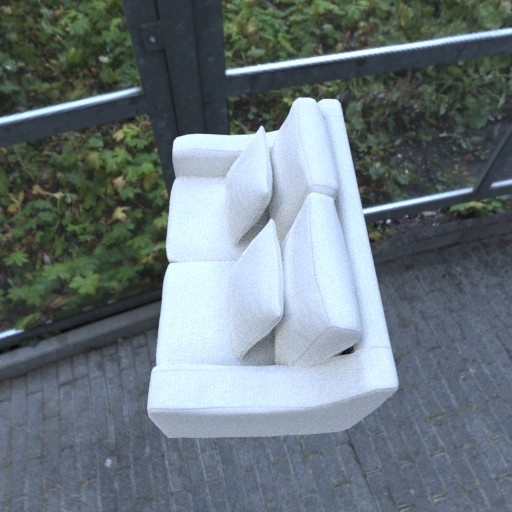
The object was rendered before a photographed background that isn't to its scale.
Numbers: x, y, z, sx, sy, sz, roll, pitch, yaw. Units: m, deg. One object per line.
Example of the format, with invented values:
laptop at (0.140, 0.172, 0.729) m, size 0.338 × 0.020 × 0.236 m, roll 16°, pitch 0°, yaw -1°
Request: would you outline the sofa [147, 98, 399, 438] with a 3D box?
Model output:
sofa at (0.000, 0.000, 2.408) m, size 1.040 × 1.047 × 1.744 m, roll -2°, pitch 57°, yaw -1°
